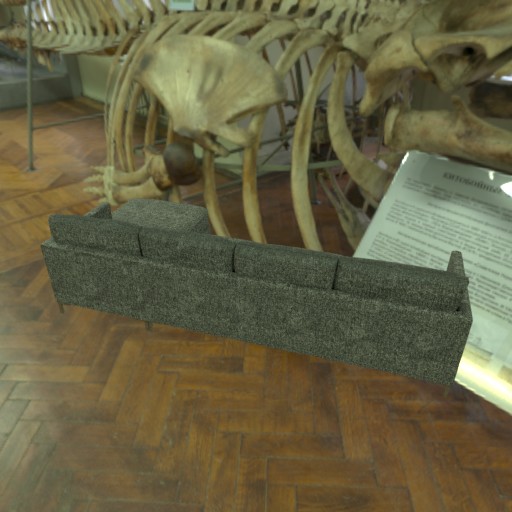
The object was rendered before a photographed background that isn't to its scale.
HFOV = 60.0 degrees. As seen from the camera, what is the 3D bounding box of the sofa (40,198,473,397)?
[{"bbox_3d":[0.000,0.000,3.999,3.384,0.970,1.488,9,32,15],"label":"sofa"}]
